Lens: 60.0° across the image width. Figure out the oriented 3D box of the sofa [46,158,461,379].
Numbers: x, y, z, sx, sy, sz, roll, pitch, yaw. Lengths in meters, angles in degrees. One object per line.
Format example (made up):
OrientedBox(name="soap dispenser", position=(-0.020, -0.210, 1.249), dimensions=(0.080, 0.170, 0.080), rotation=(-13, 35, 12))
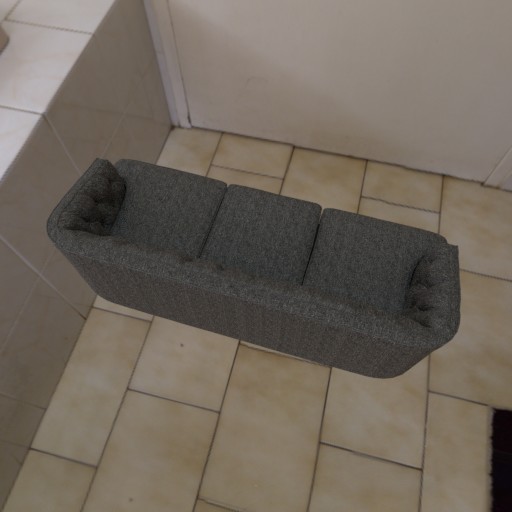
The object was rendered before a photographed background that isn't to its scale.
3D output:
OrientedBox(name="sofa", position=(0.000, 0.000, 2.775), dimensions=(2.278, 0.855, 0.941), rotation=(15, 64, 7))
